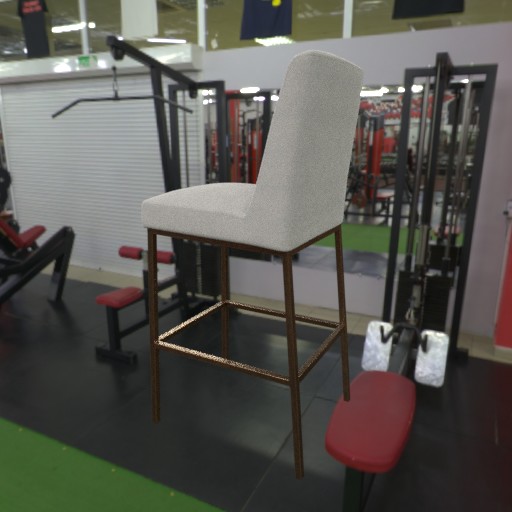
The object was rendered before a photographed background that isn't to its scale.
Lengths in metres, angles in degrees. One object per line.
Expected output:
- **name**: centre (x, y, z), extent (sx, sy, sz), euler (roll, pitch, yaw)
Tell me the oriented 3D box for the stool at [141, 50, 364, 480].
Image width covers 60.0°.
- **stool**: centre (0.000, 0.000, 1.365), extent (0.546, 1.084, 0.462), euler (8, 17, 28)
